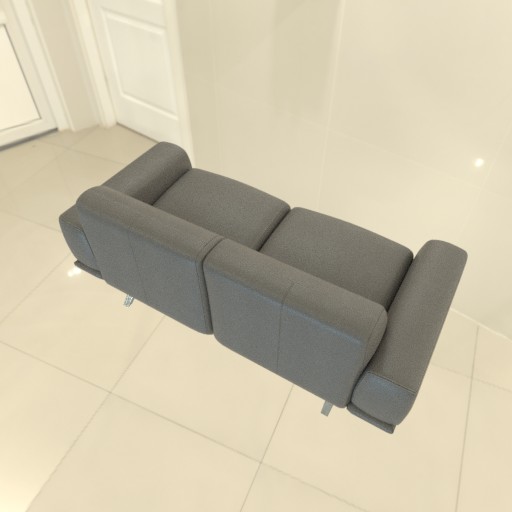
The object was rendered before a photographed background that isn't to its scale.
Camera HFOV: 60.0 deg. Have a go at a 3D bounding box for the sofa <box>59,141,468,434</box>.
[{"bbox_3d":[0.000,0.000,2.318,1.901,0.772,0.900,24,51,21],"label":"sofa"}]
